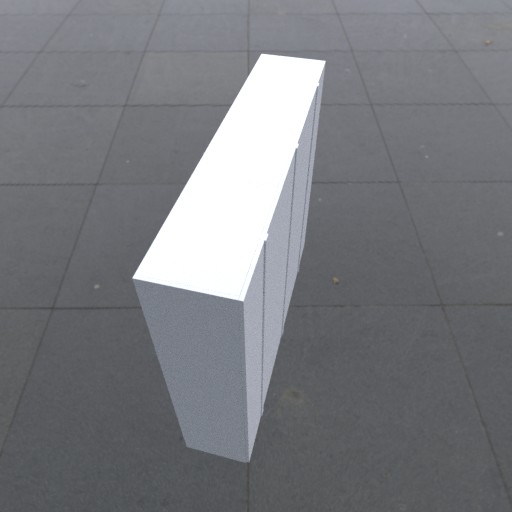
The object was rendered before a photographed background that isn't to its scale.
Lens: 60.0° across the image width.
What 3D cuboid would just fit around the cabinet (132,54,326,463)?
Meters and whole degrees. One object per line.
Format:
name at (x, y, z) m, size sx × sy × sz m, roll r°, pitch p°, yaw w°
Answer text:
cabinet at (0.000, 0.000, 3.931) m, size 0.590 × 2.370 × 2.700 m, roll 11°, pitch 48°, yaw 10°
